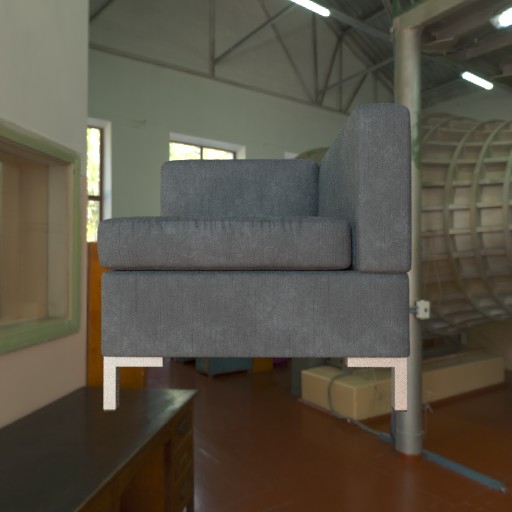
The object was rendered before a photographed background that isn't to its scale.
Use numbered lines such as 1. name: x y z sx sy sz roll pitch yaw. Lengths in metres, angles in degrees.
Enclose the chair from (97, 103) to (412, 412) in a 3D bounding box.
1. chair: 0.000 0.000 1.238 0.680 0.660 0.680 0 -1 0
